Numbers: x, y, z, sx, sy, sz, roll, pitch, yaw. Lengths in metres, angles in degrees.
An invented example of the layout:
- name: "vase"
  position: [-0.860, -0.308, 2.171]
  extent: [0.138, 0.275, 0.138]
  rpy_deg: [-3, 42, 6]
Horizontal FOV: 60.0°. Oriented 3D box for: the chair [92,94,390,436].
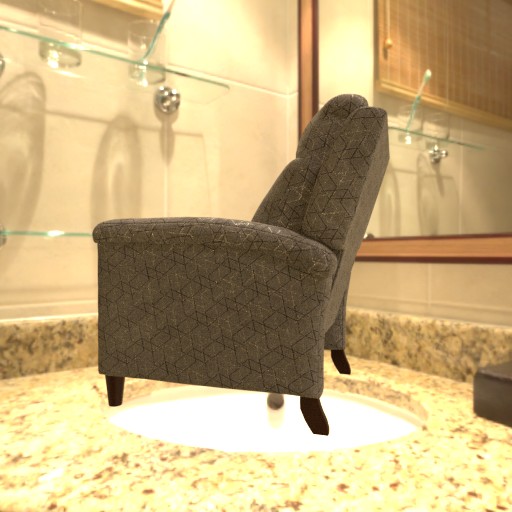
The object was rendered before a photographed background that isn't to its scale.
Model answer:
- name: "chair"
  position: [0.000, 0.000, 1.725]
  extent: [0.987, 1.048, 0.753]
  rpy_deg: [0, 1, 17]
